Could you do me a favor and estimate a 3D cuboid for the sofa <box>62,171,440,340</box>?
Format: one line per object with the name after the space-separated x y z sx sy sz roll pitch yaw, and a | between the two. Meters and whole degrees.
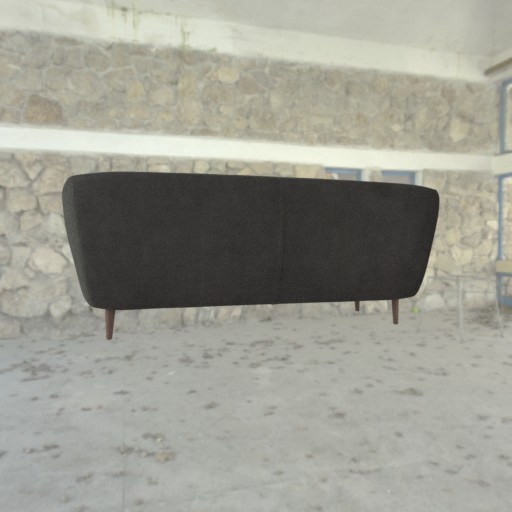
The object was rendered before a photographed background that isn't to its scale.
0.000 0.000 2.816 2.296 0.875 0.956 0 1 -16 | sofa
